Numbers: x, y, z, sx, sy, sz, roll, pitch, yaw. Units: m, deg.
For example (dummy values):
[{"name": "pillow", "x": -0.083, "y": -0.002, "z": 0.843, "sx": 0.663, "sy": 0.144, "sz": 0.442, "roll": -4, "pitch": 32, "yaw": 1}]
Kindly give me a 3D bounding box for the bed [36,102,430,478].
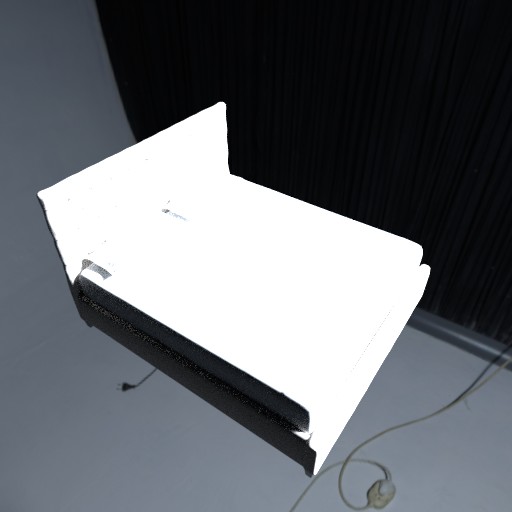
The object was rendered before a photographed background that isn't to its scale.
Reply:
[{"name": "bed", "x": 0.000, "y": 0.000, "z": 3.663, "sx": 2.387, "sy": 1.427, "sz": 2.078, "roll": 25, "pitch": 46, "yaw": 26}]
